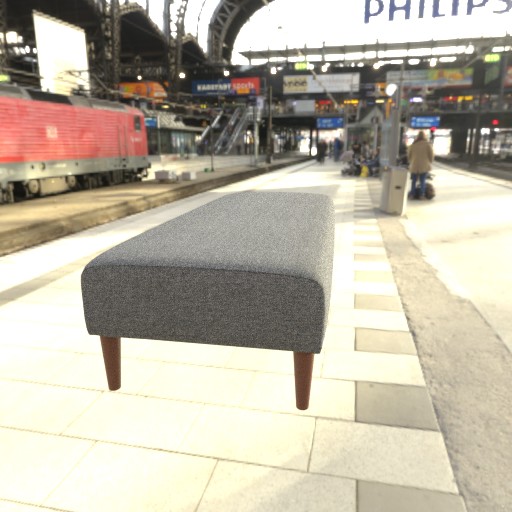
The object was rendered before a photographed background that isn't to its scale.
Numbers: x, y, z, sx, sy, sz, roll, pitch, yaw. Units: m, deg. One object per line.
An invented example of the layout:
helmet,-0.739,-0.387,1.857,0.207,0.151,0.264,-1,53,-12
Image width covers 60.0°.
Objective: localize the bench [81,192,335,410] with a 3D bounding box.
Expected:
bench,0.000,0.000,1.824,0.631,0.384,1.598,3,14,10
